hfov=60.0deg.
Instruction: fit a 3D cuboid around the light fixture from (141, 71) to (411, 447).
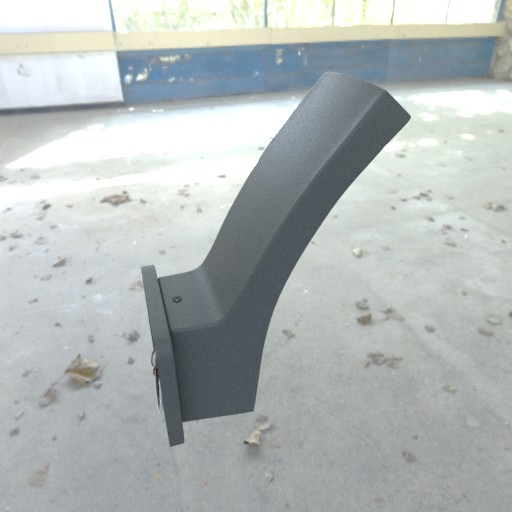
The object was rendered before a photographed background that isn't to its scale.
[{"bbox_3d":[0.000,0.000,0.328,0.174,0.243,0.108,-9,32,-15],"label":"light fixture"}]
